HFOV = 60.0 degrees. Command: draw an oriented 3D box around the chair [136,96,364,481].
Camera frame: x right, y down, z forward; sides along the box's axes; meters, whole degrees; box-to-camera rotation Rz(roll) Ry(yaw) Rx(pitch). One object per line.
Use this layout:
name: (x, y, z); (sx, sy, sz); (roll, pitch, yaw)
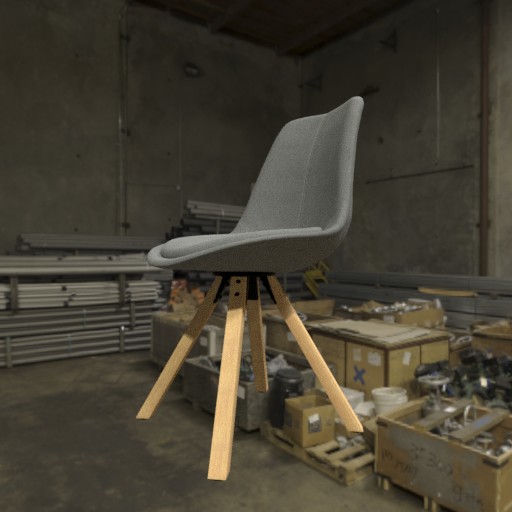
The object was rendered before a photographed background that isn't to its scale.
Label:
chair: (0.000, 0.000, 1.160); (0.549, 0.863, 0.474); (0, 0, -35)
